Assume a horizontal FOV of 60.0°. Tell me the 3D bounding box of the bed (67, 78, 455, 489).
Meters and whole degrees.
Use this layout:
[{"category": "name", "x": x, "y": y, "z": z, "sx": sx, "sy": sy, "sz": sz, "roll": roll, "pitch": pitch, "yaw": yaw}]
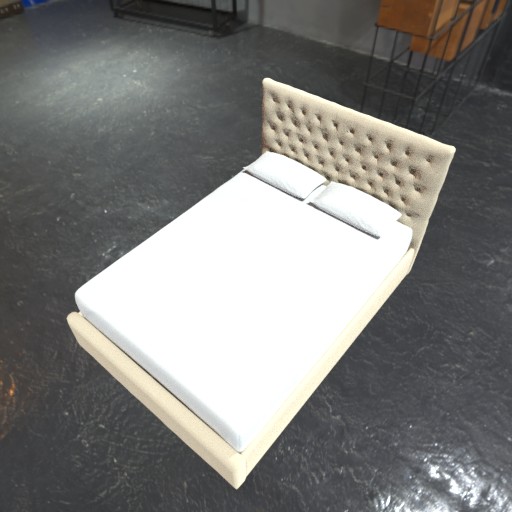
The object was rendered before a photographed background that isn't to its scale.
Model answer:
[{"category": "bed", "x": 0.000, "y": 0.000, "z": 3.321, "sx": 1.698, "sy": 1.427, "sz": 2.387, "roll": 31, "pitch": 54, "yaw": 26}]
